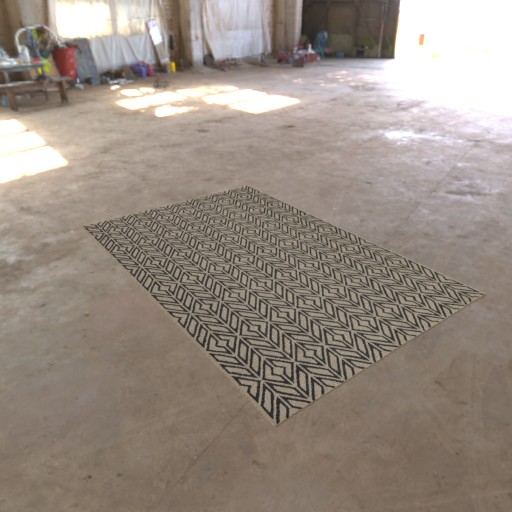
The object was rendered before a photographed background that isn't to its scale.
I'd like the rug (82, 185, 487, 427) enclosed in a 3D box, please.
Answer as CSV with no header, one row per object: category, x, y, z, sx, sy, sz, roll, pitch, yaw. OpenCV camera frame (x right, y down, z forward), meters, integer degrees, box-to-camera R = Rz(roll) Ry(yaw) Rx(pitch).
rug,0.000,0.000,2.311,1.220,0.007,1.828,-20,34,-32
